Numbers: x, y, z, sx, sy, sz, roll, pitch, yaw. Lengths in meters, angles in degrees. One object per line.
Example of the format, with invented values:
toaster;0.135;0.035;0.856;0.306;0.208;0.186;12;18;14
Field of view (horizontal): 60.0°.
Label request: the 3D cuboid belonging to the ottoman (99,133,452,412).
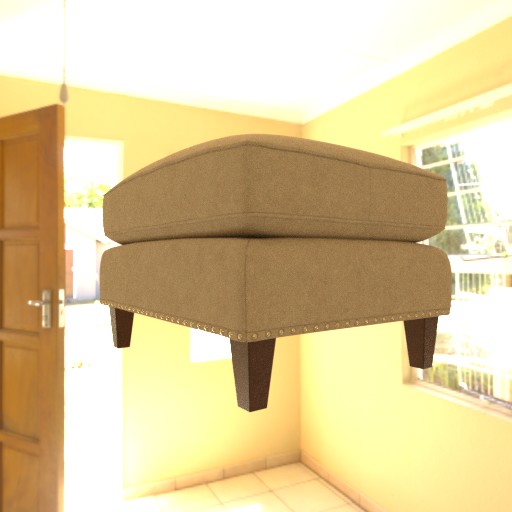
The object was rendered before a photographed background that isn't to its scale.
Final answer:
ottoman;0.000;0.000;1.139;0.584;0.513;0.741;0;-1;-36
